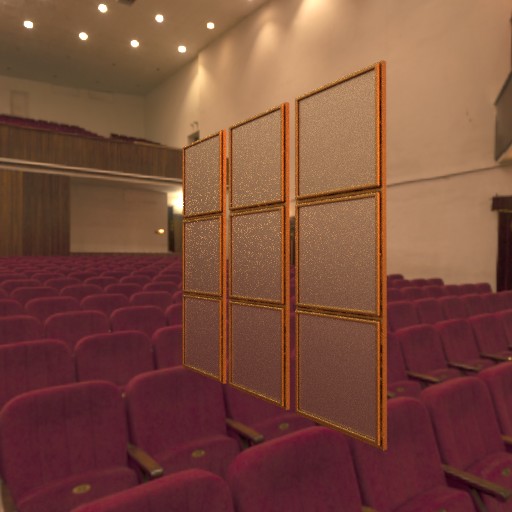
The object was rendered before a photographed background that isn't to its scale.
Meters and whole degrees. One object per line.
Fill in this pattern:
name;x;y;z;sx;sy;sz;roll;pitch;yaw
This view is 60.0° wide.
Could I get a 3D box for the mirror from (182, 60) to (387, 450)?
mirror;0.000;0.000;1.457;0.023;0.926;1.011;0;-1;-37
